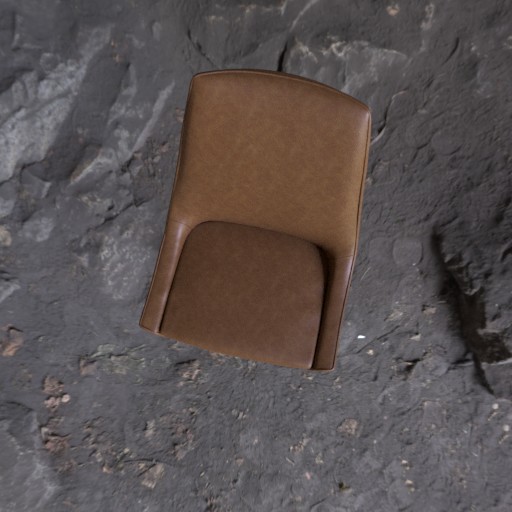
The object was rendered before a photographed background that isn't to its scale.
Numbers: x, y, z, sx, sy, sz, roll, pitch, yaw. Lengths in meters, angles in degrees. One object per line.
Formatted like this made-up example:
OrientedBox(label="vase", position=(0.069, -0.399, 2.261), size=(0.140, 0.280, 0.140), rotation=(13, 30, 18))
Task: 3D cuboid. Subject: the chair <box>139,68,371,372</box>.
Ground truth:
OrientedBox(label="chair", position=(0.000, 0.000, 1.208), size=(0.529, 0.861, 0.544), rotation=(12, 76, 3))
